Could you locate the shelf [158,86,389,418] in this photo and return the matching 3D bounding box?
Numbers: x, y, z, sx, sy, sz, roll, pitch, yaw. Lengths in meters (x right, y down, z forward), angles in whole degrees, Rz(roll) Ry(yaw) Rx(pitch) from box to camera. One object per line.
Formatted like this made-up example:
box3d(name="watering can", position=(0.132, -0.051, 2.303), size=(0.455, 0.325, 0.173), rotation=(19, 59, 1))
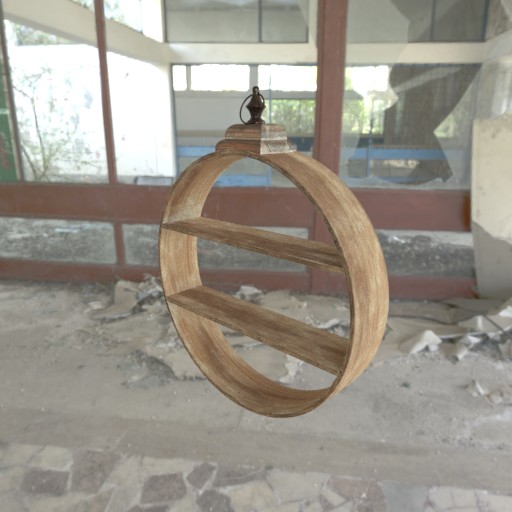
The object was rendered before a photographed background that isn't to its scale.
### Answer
box3d(name="shelf", position=(0.000, 0.000, 1.010), size=(0.601, 0.725, 0.125), rotation=(15, 22, 41))
